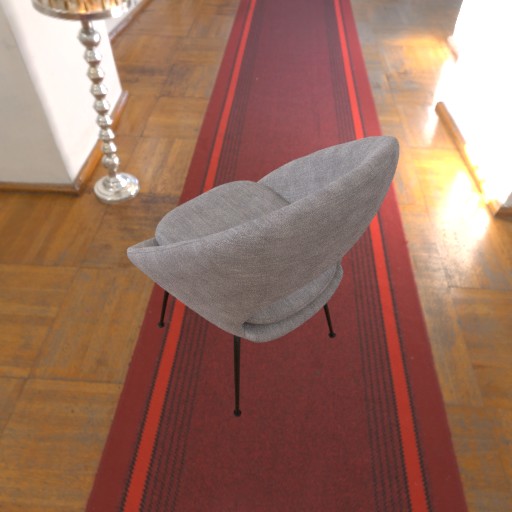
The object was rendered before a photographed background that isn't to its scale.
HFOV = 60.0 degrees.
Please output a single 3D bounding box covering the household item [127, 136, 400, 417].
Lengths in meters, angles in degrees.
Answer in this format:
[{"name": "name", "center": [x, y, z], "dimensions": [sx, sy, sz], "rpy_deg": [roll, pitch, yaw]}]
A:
[{"name": "household item", "center": [0.000, 0.000, 1.270], "dimensions": [0.643, 0.869, 0.587], "rpy_deg": [-32, 55, -26]}]
